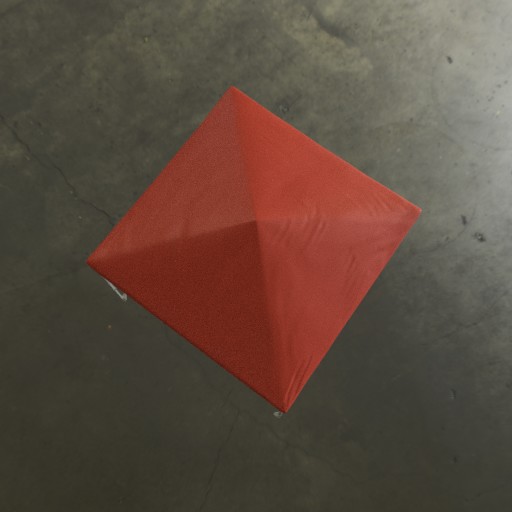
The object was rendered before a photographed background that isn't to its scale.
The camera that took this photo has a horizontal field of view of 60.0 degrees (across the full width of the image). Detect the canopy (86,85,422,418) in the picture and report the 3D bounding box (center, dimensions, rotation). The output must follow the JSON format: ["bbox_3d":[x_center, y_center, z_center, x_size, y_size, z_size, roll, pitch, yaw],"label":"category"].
[{"bbox_3d":[0.000,0.000,5.191,2.849,2.850,2.850,35,80,7],"label":"canopy"}]
